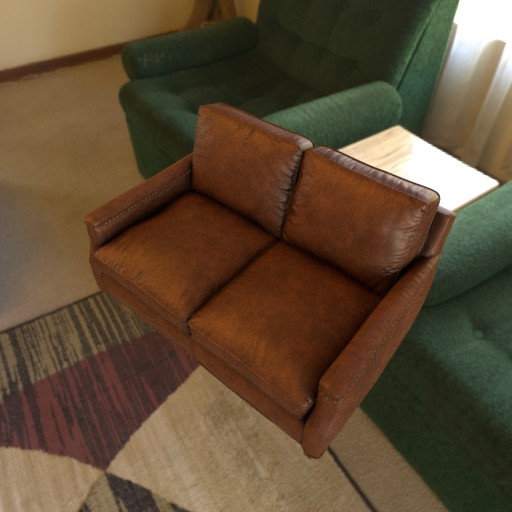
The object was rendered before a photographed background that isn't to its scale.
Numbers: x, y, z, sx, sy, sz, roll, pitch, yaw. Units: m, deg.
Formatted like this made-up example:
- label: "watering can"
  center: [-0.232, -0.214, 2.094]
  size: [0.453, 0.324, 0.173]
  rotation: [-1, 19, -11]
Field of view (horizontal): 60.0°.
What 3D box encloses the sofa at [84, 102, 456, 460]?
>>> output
- label: "sofa"
  center: [0.000, 0.000, 2.319]
  size: [1.628, 1.003, 1.083]
  rotation: [31, 54, 26]
